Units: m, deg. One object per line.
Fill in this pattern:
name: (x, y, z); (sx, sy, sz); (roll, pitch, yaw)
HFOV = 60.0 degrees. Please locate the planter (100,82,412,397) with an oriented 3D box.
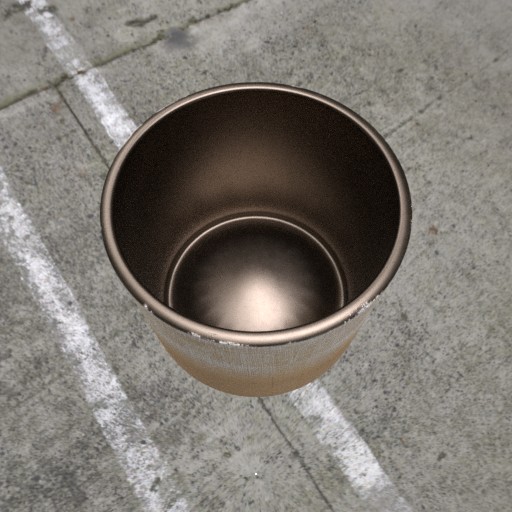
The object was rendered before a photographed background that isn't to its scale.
planter: (0.000, 0.000, 0.398); (0.221, 0.201, 0.221); (0, 64, 0)
